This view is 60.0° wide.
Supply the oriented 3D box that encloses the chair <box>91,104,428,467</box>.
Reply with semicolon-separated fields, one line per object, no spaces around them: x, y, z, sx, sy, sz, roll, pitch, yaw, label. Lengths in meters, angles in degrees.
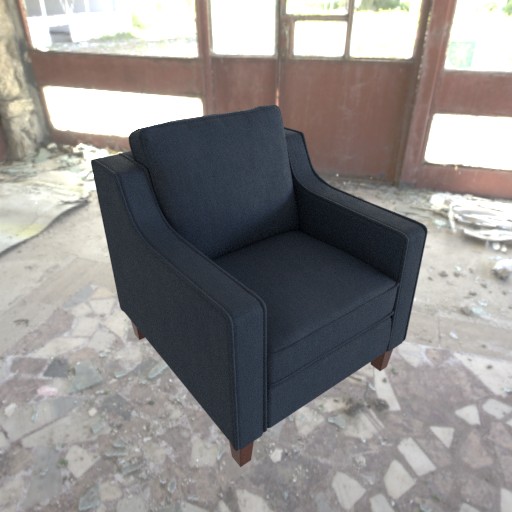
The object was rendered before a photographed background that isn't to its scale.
0.000;0.000;1.684;0.831;0.960;0.909;-21;37;-31;chair
